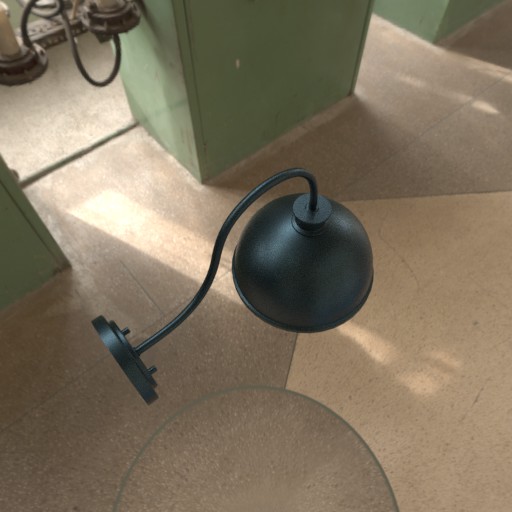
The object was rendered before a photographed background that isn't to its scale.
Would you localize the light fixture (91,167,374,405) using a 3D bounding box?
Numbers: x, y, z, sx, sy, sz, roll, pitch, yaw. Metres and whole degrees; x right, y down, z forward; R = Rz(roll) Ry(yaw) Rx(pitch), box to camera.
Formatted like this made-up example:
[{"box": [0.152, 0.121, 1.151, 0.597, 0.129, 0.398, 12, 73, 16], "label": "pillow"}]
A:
[{"box": [0.000, 0.000, 0.640, 0.467, 0.295, 0.253, -35, 64, -20], "label": "light fixture"}]
